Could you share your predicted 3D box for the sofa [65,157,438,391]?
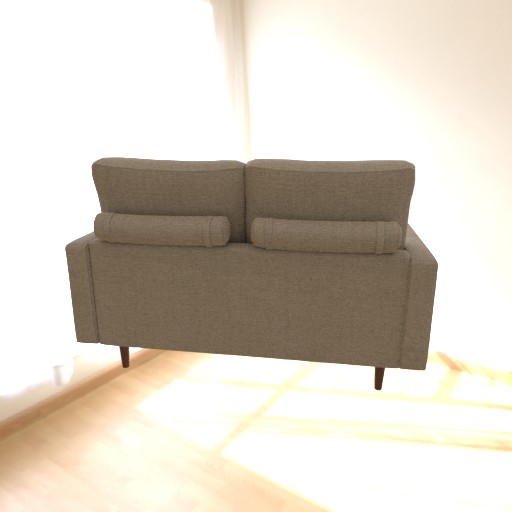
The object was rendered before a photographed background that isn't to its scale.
[{"bbox_3d":[0.000,0.000,2.021,1.407,0.907,0.842,3,17,9],"label":"sofa"}]
